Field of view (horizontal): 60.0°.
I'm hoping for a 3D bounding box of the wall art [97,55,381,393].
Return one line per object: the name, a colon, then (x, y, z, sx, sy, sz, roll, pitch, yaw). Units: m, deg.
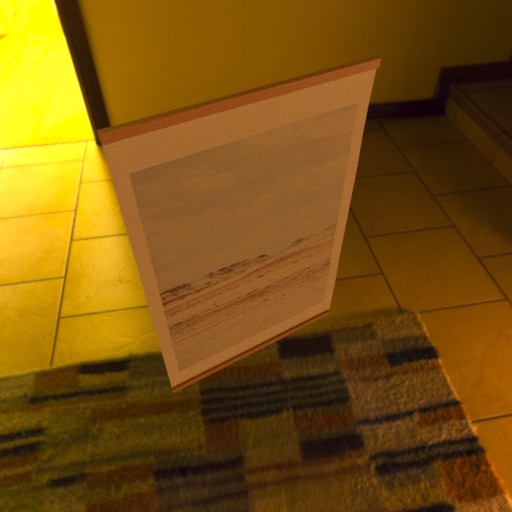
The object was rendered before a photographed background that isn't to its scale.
wall art: (0.000, 0.000, 1.953, 1.011, 1.521, 0.025, -23, 50, -20)
